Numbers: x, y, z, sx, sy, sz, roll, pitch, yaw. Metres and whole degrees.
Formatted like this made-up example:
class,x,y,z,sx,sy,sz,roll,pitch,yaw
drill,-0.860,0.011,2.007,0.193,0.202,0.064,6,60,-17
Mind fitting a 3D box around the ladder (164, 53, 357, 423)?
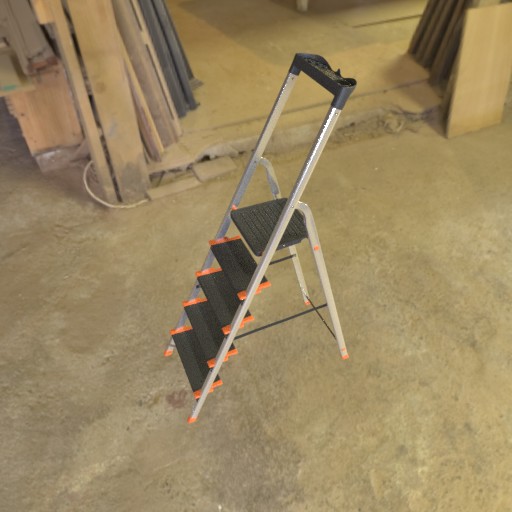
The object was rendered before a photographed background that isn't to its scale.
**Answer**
class,x,y,z,sx,sy,sz,roll,pitch,yaw
ladder,0.000,0.000,2.063,0.995,1.646,0.480,-17,47,-17
